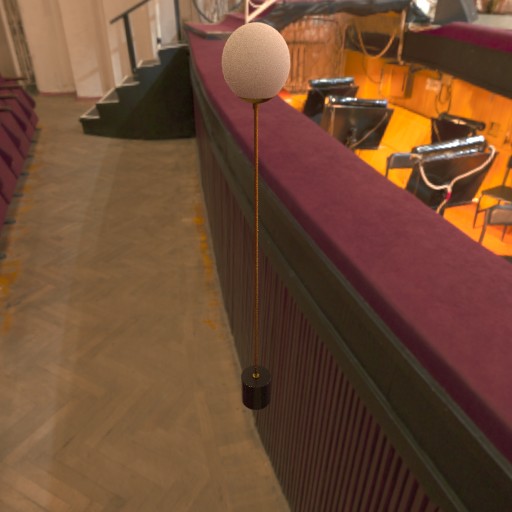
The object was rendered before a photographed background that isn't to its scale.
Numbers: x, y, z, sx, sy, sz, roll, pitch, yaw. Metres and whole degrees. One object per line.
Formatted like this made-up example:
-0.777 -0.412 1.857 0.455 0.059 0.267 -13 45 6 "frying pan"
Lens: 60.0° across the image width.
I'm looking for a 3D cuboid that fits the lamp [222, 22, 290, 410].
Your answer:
0.000 0.000 1.872 0.229 1.748 0.229 -10 33 -16 "lamp"
